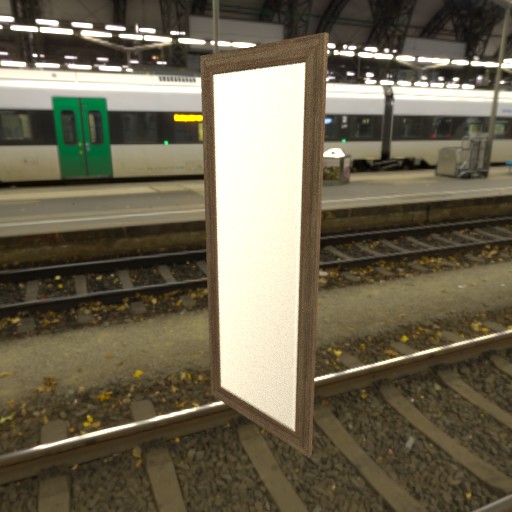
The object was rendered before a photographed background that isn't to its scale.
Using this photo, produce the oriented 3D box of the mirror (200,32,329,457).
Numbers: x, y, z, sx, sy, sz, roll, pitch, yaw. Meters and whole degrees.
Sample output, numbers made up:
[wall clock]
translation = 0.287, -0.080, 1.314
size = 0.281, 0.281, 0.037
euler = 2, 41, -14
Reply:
[mirror]
translation = 0.000, 0.000, 2.341
size = 0.025, 2.032, 0.812
euler = -15, 22, -42
